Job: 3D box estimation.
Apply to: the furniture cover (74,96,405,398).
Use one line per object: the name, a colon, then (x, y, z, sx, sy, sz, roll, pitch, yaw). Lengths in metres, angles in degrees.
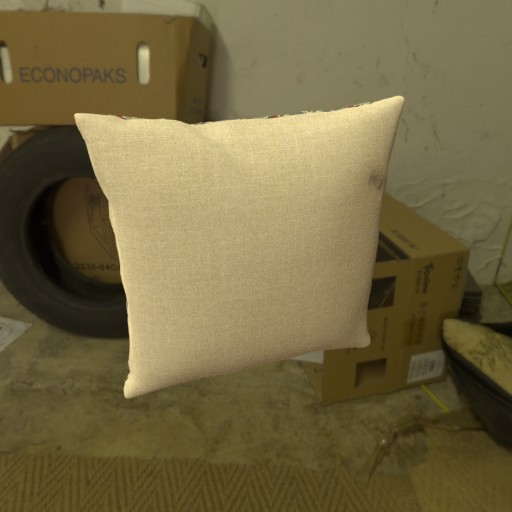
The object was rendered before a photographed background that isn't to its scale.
furniture cover: (0.000, 0.000, 0.653, 0.431, 0.431, 0.139, -8, 28, -16)
